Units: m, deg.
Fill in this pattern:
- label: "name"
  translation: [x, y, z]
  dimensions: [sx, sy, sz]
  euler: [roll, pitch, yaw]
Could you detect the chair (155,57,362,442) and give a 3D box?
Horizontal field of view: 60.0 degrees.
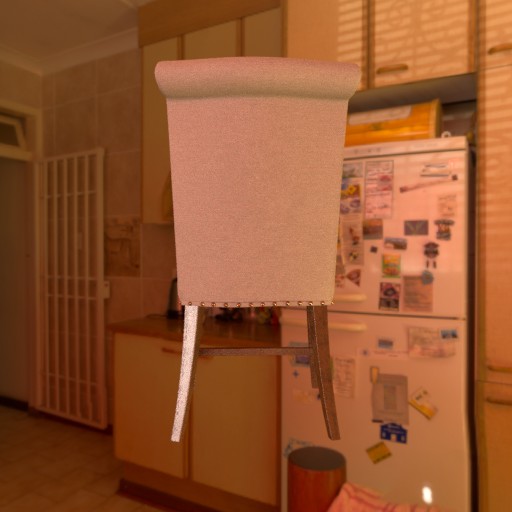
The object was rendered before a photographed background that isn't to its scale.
- label: "chair"
  translation: [0.000, 0.000, 1.373]
  dimensions: [0.513, 0.988, 0.608]
  euler: [0, 1, -1]
